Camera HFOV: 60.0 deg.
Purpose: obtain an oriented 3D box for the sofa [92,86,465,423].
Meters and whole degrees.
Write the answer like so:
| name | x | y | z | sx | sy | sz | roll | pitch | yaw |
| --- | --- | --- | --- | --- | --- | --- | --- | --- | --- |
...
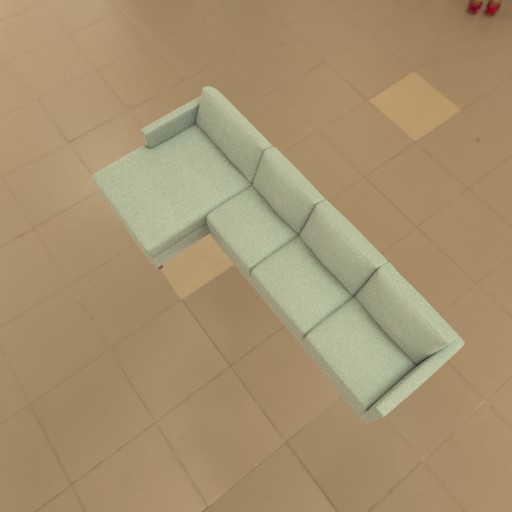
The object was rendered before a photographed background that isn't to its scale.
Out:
| name | x | y | z | sx | sy | sz | roll | pitch | yaw |
| --- | --- | --- | --- | --- | --- | --- | --- | --- | --- |
| sofa | 0.000 | 0.000 | 4.134 | 1.600 | 0.953 | 3.470 | -35 | 70 | -15 |
